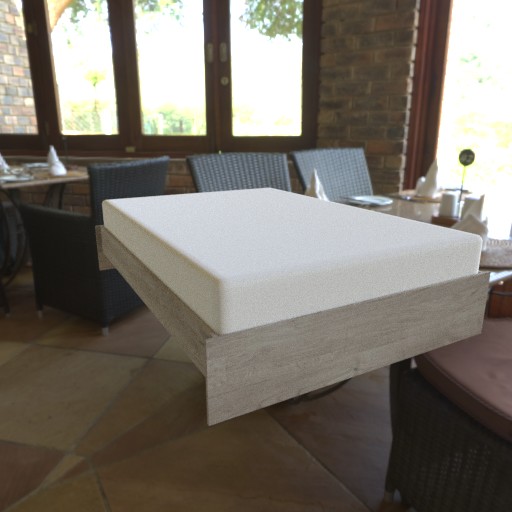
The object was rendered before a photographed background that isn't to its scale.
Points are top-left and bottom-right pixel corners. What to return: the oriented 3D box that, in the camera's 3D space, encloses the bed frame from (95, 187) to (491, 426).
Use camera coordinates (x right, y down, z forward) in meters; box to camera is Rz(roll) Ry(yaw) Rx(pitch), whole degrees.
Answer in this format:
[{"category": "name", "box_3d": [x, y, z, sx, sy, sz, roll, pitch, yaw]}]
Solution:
[{"category": "bed frame", "box_3d": [0.000, 0.000, 2.582, 1.445, 0.497, 1.945, -9, 18, -28]}]
